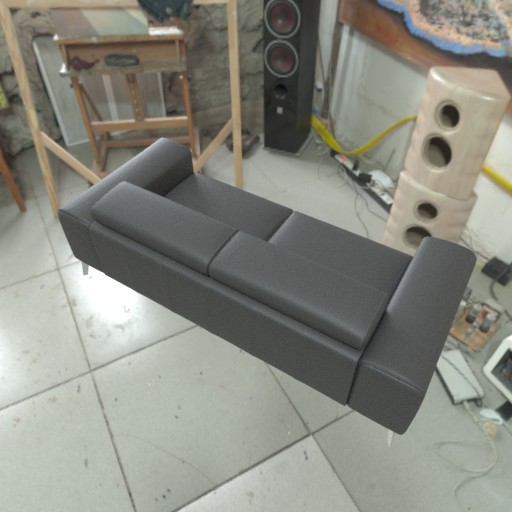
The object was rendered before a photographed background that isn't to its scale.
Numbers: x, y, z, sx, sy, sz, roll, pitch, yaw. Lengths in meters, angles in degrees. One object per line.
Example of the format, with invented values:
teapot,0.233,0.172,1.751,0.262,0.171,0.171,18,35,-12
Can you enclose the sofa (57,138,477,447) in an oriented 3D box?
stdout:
sofa,0.000,0.000,2.743,2.321,0.759,1.023,24,51,22
